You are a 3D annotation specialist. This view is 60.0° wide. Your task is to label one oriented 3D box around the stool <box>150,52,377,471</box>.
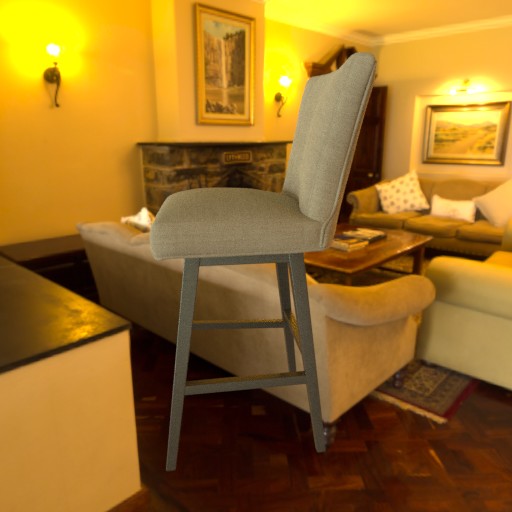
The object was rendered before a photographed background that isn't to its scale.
[{"bbox_3d":[0.000,0.000,1.362,0.574,1.086,0.514,-2,15,-6],"label":"stool"}]
